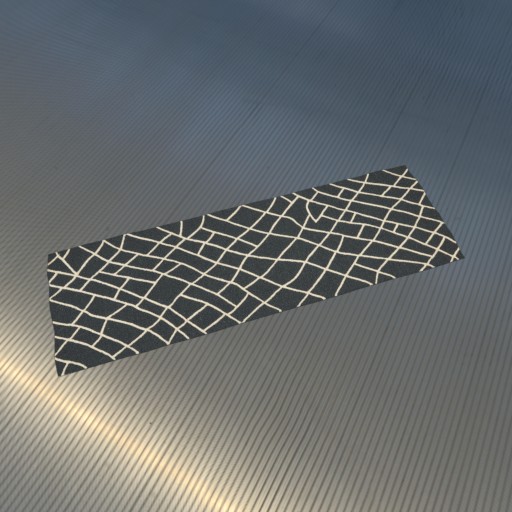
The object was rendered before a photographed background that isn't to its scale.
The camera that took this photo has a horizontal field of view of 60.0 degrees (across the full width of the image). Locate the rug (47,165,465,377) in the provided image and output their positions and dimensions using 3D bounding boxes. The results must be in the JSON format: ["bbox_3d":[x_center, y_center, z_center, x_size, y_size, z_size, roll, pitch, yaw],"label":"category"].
[{"bbox_3d":[0.000,0.000,2.730,2.476,0.010,0.807,-15,60,-9],"label":"rug"}]
